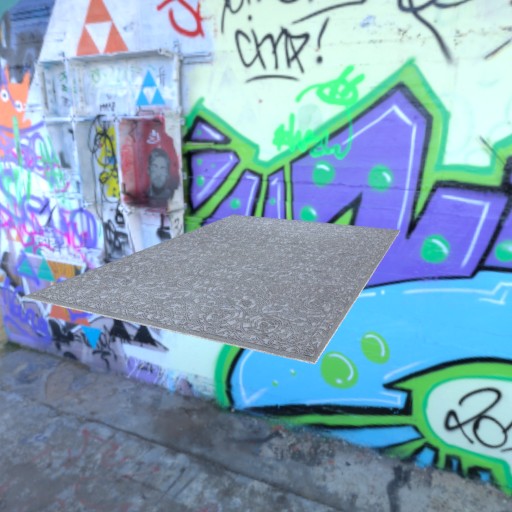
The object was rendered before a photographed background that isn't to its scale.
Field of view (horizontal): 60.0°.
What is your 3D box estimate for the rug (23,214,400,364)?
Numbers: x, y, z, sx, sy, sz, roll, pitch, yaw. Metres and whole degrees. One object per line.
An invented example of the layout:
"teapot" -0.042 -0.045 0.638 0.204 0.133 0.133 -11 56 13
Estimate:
"rug" 0.000 0.000 2.328 1.221 0.006 1.827 8 18 24
